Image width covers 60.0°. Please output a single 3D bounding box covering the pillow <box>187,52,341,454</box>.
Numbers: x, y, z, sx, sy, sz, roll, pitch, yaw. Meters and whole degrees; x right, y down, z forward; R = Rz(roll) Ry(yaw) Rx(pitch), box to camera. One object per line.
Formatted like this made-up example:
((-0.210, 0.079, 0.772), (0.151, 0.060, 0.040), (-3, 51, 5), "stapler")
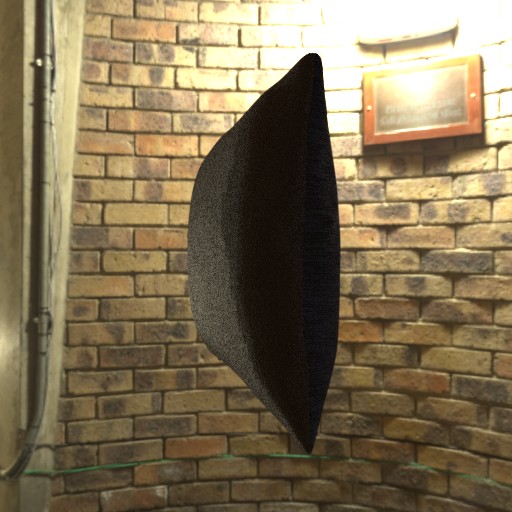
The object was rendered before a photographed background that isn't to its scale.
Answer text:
((0.000, 0.000, 0.691), (0.204, 0.439, 0.452), (0, 0, -18), "pillow")
